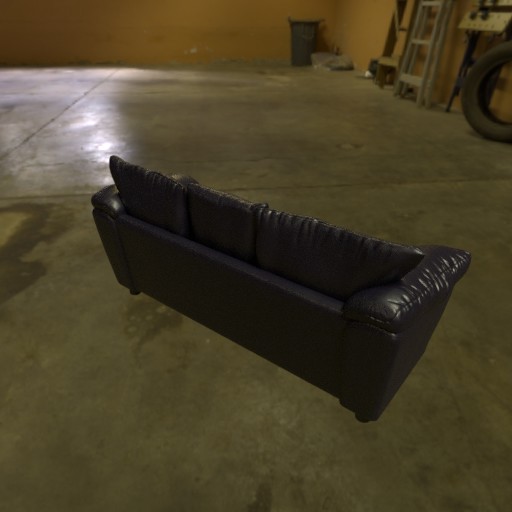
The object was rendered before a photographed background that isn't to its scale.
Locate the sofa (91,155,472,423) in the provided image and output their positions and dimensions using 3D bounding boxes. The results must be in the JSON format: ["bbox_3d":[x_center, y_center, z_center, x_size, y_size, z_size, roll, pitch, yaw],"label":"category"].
[{"bbox_3d":[0.000,0.000,2.840,2.336,1.073,0.880,21,35,33],"label":"sofa"}]
